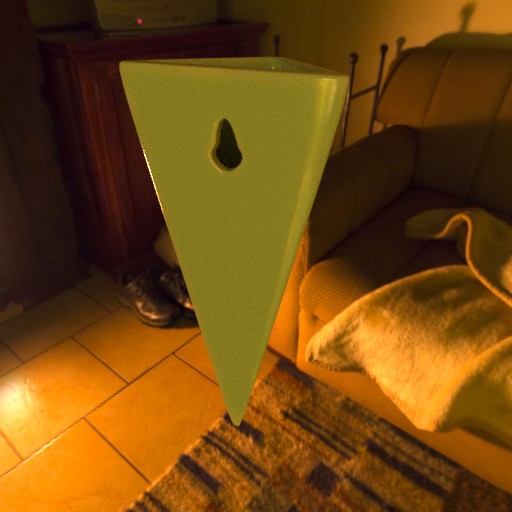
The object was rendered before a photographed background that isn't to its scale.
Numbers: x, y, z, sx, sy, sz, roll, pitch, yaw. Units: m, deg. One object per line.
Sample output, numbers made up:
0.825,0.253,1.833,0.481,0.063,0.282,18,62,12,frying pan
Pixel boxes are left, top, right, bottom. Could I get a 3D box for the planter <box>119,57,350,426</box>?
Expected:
0.000,0.000,0.213,0.080,0.178,0.064,11,34,17,planter
